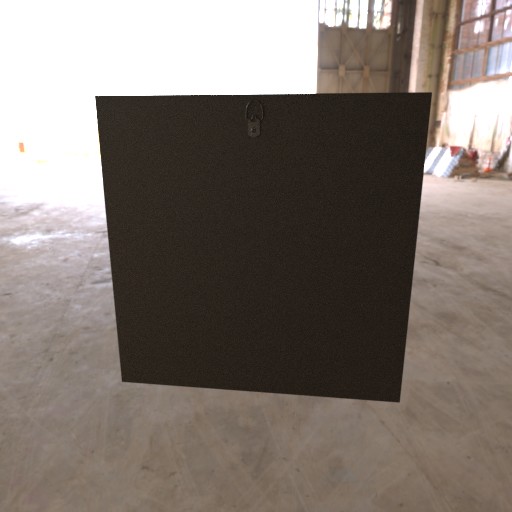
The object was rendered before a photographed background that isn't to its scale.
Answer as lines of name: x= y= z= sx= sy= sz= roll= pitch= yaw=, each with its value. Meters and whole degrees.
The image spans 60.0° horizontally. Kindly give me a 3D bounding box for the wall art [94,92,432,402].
wall art: x=0.000 y=0.000 z=1.174 sx=0.805 sy=0.807 sz=0.043 roll=2 pitch=16 yaw=7
